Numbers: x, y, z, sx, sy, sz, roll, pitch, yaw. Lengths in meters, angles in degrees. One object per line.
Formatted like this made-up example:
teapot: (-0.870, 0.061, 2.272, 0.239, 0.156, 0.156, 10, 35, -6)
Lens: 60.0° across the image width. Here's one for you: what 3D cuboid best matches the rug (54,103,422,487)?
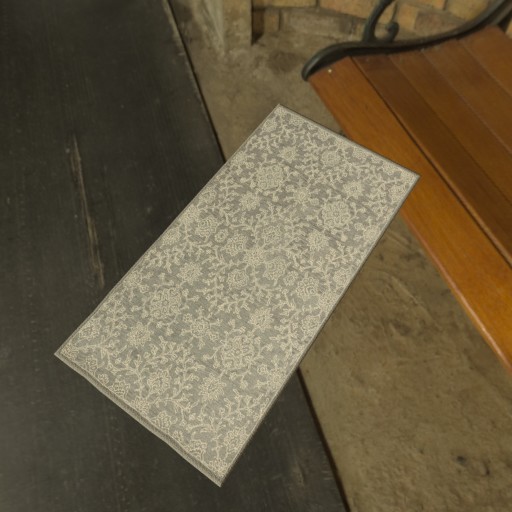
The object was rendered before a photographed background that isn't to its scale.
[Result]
rug: (0.000, 0.000, 3.658, 1.546, 0.011, 3.048, 32, 68, 15)
